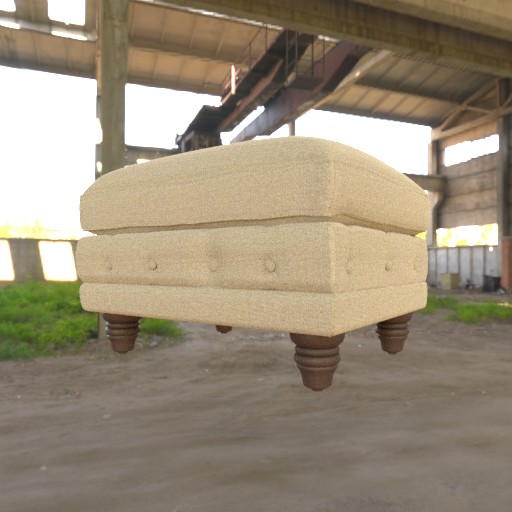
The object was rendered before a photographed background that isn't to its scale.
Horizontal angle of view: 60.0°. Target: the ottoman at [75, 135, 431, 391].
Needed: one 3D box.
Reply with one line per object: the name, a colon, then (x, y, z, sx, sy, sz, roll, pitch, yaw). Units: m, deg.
ottoman: (0.000, 0.000, 1.058, 0.684, 0.463, 0.541, -1, -1, 36)
